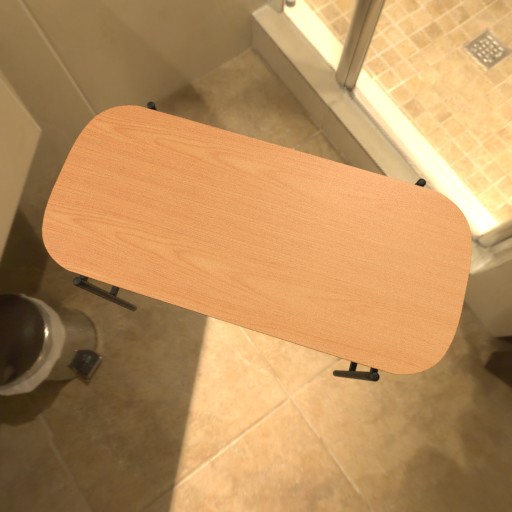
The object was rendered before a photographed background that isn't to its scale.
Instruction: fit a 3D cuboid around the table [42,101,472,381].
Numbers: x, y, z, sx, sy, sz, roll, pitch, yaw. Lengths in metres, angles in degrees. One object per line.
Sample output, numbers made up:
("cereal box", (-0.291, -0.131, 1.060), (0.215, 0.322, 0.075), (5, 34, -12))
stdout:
("table", (0.000, 0.000, 1.031), (0.800, 0.400, 0.400), (17, 77, 4))
